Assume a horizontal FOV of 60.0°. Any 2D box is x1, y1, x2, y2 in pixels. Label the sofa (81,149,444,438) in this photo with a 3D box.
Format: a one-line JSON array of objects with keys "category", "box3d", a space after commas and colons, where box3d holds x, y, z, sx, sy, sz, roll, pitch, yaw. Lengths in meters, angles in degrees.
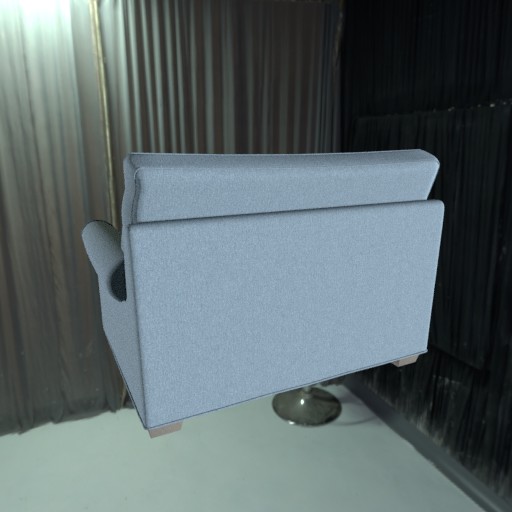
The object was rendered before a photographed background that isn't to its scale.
[{"category": "sofa", "box3d": [0.000, 0.000, 2.024, 1.410, 0.953, 0.940, -7, 16, -25]}]
